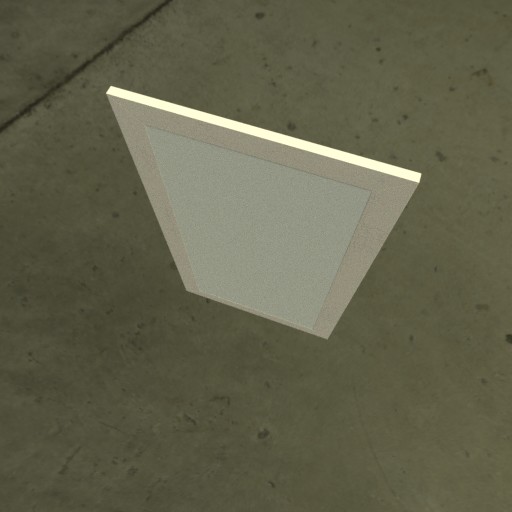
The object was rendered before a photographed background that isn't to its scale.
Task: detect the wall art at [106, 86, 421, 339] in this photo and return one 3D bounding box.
[{"bbox_3d":[0.000,0.000,0.820,0.380,0.683,0.013,18,66,8],"label":"wall art"}]
